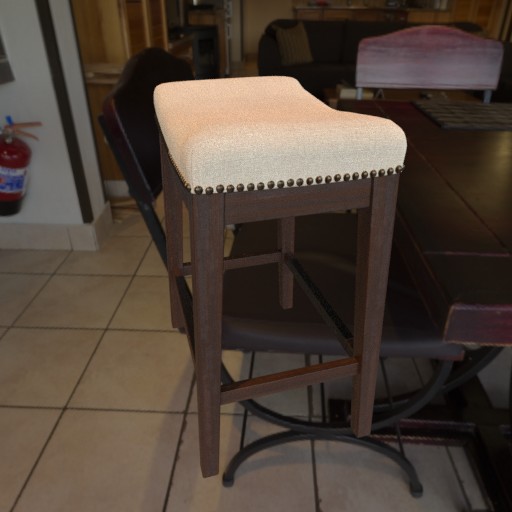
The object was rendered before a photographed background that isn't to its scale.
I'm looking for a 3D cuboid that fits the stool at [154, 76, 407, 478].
[{"bbox_3d":[0.000,0.000,0.955,0.363,0.669,0.509,-8,31,-14],"label":"stool"}]
